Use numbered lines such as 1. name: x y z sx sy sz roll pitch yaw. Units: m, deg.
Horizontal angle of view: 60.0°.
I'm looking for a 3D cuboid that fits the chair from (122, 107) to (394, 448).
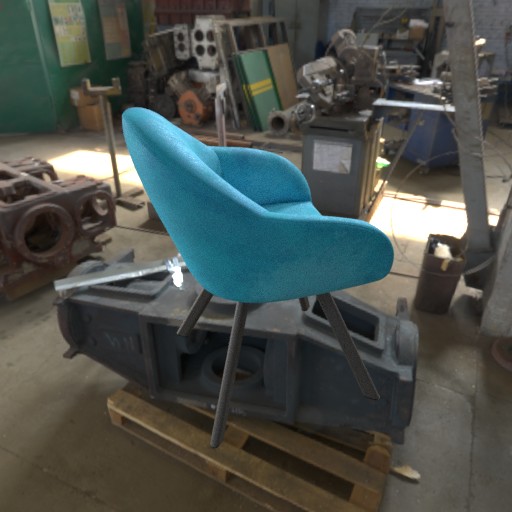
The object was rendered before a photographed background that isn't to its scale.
1. chair: 0.000 0.000 1.192 0.590 0.795 0.550 -10 31 -17
